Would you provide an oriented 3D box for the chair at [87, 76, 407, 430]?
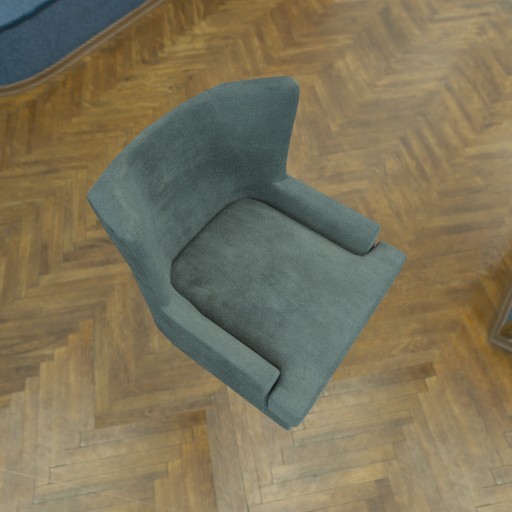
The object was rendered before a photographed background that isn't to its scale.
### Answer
[{"bbox_3d":[0.000,0.000,1.633,0.906,0.950,0.784,32,64,18],"label":"chair"}]
